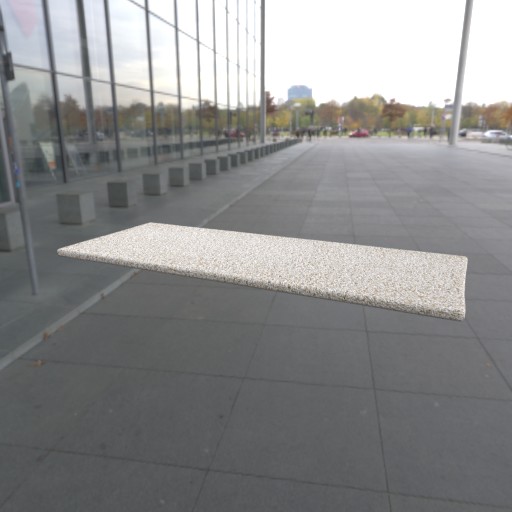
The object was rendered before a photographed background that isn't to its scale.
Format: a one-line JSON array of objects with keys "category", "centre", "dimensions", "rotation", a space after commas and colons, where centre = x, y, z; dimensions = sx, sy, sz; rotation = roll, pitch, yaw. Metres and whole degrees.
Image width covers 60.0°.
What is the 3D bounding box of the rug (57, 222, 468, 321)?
[{"category": "rug", "centre": [0.000, 0.000, 1.763], "dimensions": [1.524, 0.030, 0.609], "rotation": [7, 18, 24]}]
